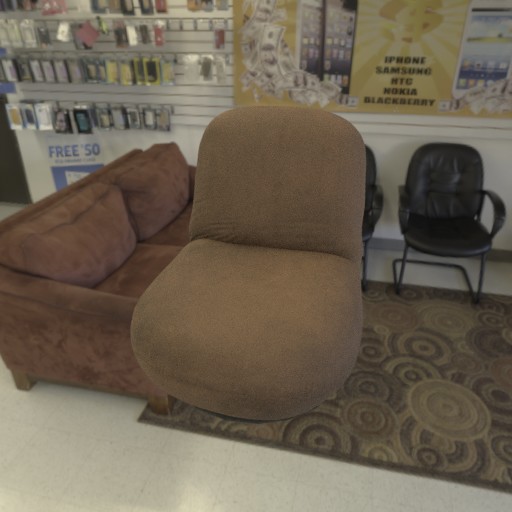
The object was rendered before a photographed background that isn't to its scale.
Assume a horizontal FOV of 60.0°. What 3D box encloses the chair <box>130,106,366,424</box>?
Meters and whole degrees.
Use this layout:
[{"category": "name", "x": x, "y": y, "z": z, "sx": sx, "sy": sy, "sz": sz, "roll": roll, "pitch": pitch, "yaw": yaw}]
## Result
[{"category": "chair", "x": 0.000, "y": 0.000, "z": 1.031, "sx": 0.521, "sy": 0.594, "sz": 0.597, "roll": 8, "pitch": 29, "yaw": 14}]
